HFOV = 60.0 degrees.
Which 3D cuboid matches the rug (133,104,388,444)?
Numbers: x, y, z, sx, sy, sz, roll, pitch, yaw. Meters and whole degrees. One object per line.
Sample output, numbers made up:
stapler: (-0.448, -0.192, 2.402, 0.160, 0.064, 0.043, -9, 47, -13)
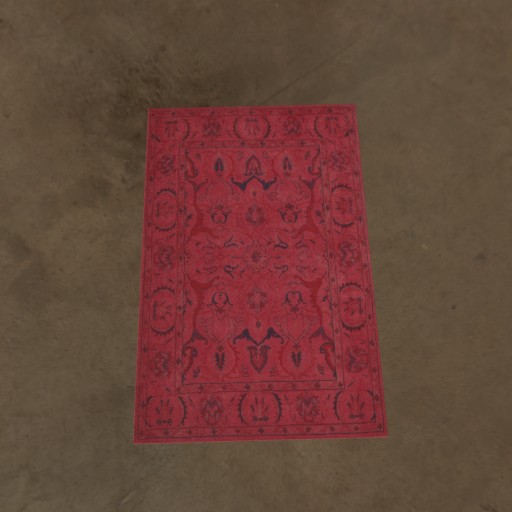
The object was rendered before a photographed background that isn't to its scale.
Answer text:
rug: (0.000, 0.000, 2.341, 1.209, 0.008, 1.814, -1, 74, 0)
